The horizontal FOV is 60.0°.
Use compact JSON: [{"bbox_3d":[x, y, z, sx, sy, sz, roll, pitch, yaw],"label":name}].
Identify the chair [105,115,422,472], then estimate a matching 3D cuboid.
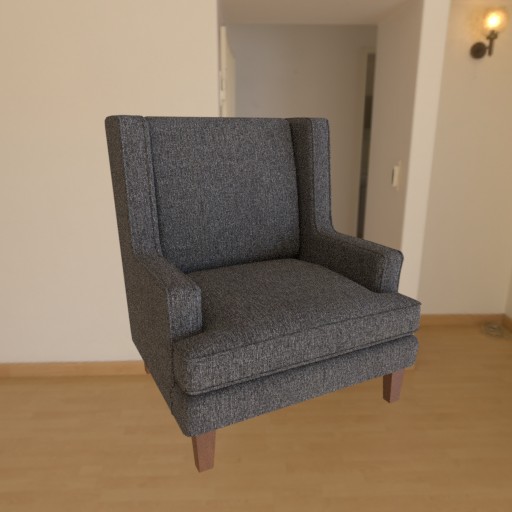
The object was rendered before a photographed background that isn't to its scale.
[{"bbox_3d":[0.000,0.000,1.777,0.942,1.082,0.927,-8,18,-26],"label":"chair"}]
